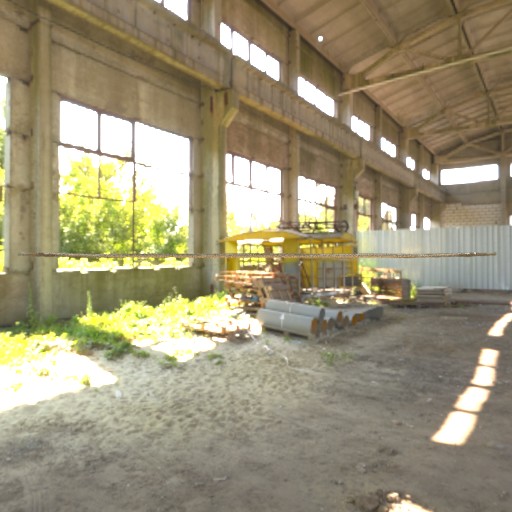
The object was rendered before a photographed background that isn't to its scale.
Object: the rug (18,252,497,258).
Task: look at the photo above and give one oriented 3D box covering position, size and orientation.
[{"bbox_3d":[0.000,0.000,2.983,2.431,0.025,1.530,0,-1,0],"label":"rug"}]
